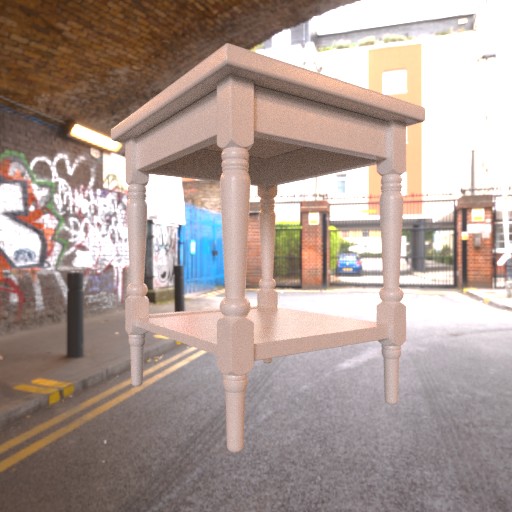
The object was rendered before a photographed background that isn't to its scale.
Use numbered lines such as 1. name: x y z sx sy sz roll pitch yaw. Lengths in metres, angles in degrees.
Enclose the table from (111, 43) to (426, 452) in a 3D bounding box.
1. table: 0.000 0.000 0.909 0.442 0.565 0.488 0 0 -35
